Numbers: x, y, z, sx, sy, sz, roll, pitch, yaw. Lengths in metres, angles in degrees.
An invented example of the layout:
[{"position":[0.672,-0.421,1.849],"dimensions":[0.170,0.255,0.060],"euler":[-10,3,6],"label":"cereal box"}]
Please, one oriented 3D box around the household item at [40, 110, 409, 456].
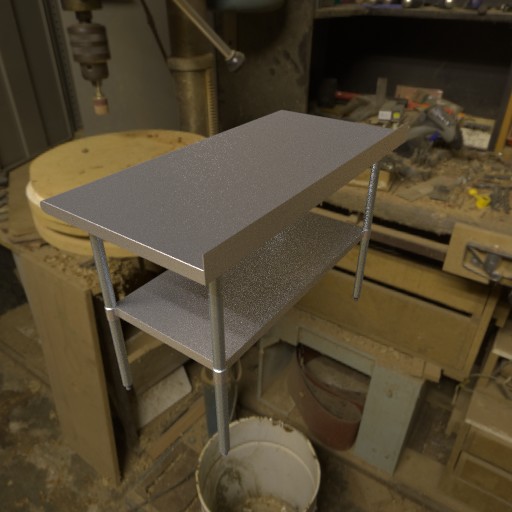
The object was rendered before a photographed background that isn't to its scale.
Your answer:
[{"position":[0.000,0.000,1.701],"dimensions":[0.610,0.851,1.219],"euler":[21,38,30],"label":"household item"}]
